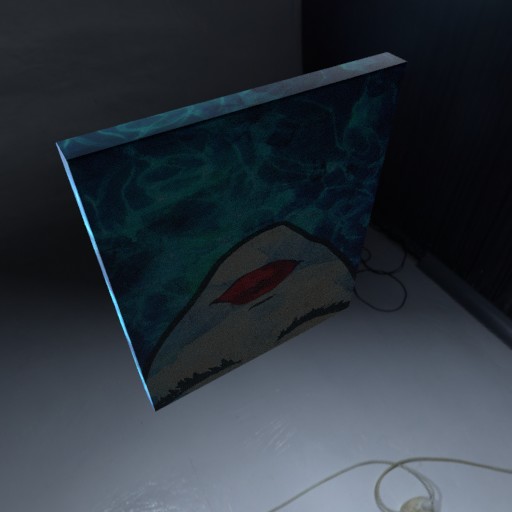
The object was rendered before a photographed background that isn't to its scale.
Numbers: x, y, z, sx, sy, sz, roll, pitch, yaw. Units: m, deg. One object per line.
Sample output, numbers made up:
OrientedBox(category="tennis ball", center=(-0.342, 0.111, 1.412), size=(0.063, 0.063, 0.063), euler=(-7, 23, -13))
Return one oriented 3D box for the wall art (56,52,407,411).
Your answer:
OrientedBox(category="wall art", center=(0.000, 0.000, 0.677), size=(0.432, 0.508, 0.038), euler=(-24, 50, -22))
